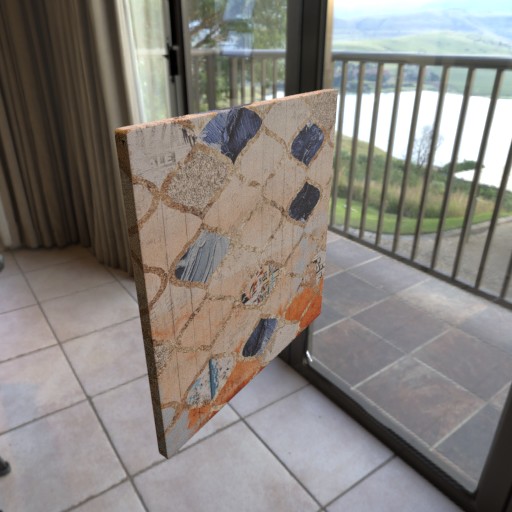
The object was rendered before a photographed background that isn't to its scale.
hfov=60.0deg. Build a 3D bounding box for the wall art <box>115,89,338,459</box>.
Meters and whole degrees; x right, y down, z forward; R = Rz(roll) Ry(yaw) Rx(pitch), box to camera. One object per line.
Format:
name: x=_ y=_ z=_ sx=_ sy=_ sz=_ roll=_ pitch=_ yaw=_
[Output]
wall art: x=0.000 y=0.000 z=1.392 sx=0.039 sy=0.914 sz=0.912 roll=18 pitch=31 yaw=31
